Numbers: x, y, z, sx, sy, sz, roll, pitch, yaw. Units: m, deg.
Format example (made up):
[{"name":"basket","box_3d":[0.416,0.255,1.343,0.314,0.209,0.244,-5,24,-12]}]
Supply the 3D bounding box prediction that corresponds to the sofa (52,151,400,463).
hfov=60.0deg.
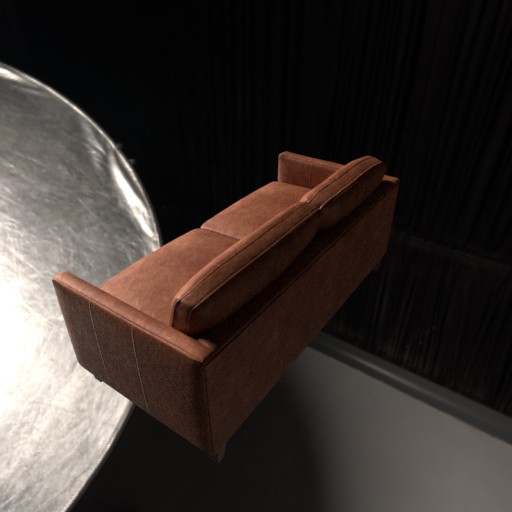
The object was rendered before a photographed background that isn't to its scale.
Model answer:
[{"name":"sofa","box_3d":[0.000,0.000,2.539,0.923,0.863,1.971,21,39,29]}]
